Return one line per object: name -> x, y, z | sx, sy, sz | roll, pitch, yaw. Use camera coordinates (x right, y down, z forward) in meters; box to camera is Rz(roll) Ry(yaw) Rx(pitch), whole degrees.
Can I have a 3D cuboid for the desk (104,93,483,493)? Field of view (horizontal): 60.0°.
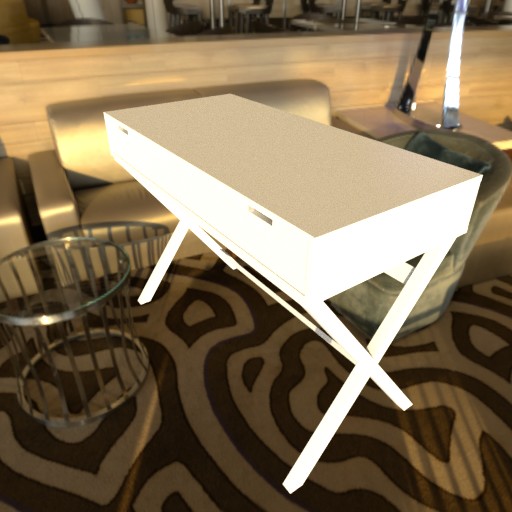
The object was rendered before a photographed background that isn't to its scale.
desk -> 0.000, 0.000, 1.446 | 0.509, 0.780, 1.059 | -20, 37, -29
